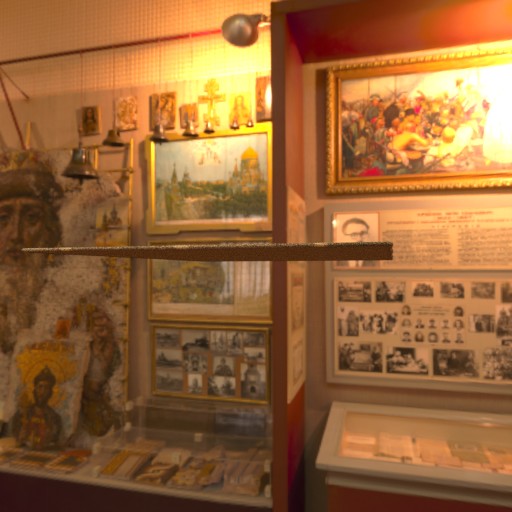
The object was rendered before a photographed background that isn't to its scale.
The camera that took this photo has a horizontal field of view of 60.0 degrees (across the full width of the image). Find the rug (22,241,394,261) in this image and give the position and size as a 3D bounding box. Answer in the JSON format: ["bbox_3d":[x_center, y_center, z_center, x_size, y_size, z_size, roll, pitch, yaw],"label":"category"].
[{"bbox_3d":[0.000,0.000,4.050,2.399,0.026,3.000,-1,-2,17],"label":"rug"}]
